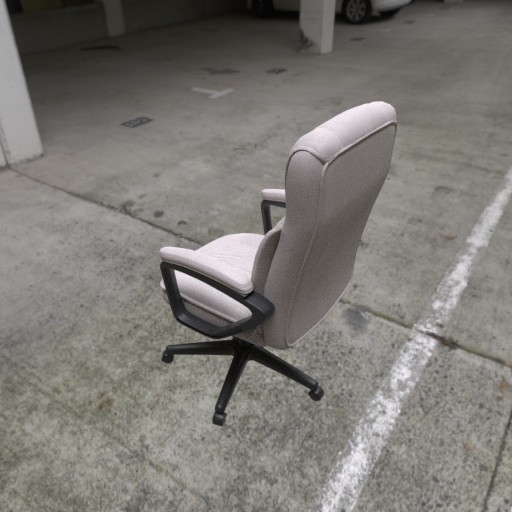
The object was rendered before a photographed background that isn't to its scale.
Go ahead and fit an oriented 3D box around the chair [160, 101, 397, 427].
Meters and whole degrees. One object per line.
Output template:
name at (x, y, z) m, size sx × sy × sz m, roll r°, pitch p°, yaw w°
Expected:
chair at (0.000, 0.000, 1.588) m, size 0.724 × 1.105 × 0.667 m, roll 20°, pitch 37°, yaw 29°
